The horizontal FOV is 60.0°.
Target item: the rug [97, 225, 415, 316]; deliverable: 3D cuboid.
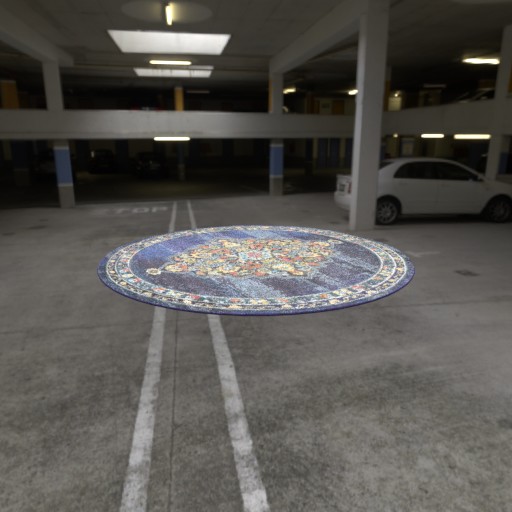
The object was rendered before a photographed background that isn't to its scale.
[{"bbox_3d":[0.000,0.000,2.349,1.591,0.010,1.591,0,15,0],"label":"rug"}]
